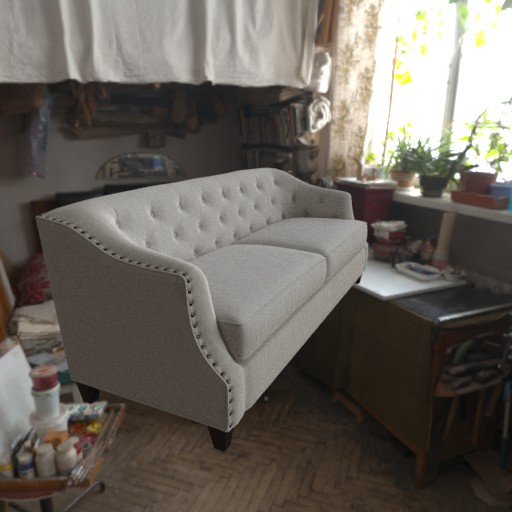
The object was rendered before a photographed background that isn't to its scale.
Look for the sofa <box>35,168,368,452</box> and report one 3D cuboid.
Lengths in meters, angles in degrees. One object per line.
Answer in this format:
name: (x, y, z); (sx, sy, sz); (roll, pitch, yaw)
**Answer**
sofa: (0.000, 0.000, 2.672); (0.914, 0.901, 2.235); (8, 18, 25)
